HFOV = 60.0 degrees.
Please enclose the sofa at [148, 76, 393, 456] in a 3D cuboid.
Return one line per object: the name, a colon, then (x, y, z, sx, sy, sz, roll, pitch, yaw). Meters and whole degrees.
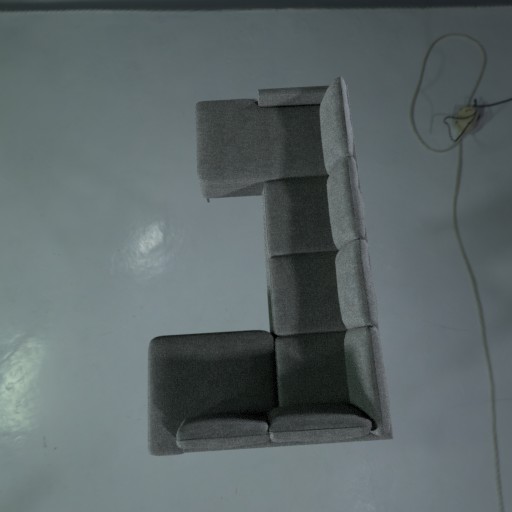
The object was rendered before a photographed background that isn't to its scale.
sofa: (0.000, 0.000, 4.241, 2.048, 0.999, 3.423, -3, 75, -1)
